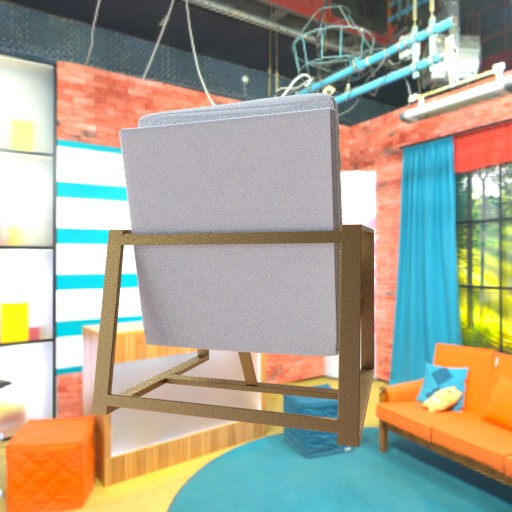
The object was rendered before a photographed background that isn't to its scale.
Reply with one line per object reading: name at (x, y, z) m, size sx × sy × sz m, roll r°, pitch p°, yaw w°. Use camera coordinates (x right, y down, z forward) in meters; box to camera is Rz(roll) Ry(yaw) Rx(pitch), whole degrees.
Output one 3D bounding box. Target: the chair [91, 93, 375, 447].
chair at (0.000, 0.000, 1.624) m, size 0.805 × 0.966 × 0.813 m, roll 0°, pitch 0°, yaw 18°
